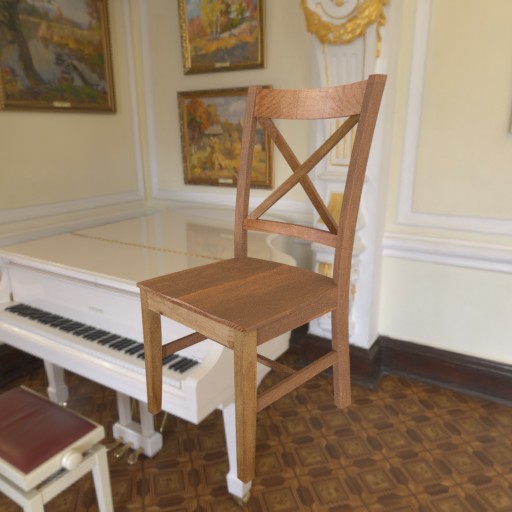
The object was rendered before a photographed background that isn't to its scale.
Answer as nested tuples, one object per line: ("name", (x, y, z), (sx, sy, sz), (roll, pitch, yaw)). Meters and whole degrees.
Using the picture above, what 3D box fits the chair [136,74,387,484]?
("chair", (0.000, 0.000, 1.286), (0.485, 0.983, 0.542), (14, 21, 42))
